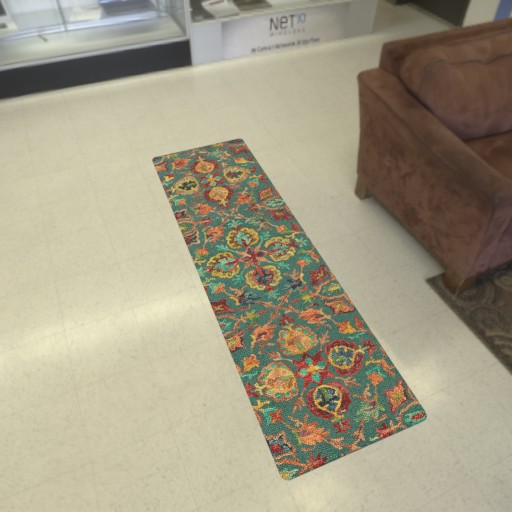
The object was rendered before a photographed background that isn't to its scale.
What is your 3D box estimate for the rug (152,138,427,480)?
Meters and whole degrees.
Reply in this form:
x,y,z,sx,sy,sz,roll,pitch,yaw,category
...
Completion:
x,y,z,sx,sy,sz,roll,pitch,yaw,category
0.000,0.000,2.519,0.686,0.013,2.286,-17,50,-14,rug
